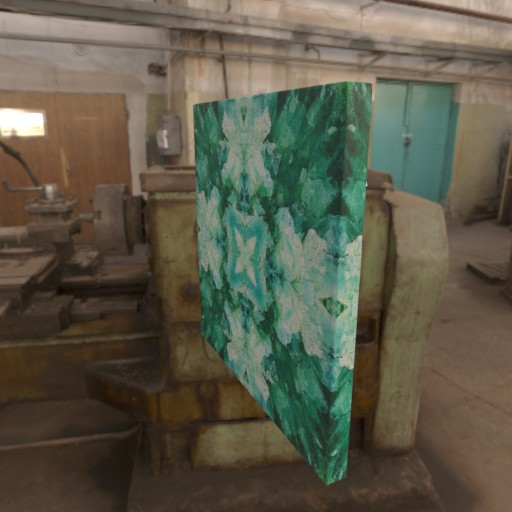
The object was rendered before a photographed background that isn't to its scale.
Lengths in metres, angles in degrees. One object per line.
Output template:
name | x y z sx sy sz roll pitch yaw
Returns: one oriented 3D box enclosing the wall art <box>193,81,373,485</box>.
wall art | 0.000 0.000 0.749 0.038 0.508 0.507 -8 18 -25
